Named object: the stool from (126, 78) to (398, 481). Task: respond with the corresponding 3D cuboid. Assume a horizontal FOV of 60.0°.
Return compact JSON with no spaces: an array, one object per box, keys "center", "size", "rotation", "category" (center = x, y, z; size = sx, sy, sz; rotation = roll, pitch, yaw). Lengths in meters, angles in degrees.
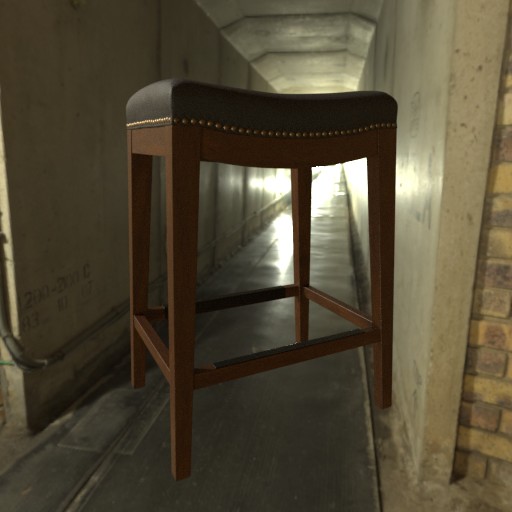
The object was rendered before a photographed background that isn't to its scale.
[{"center":[0.000,0.000,0.936],"size":[0.490,0.664,0.353],"rotation":[-7,16,-26],"category":"stool"}]
